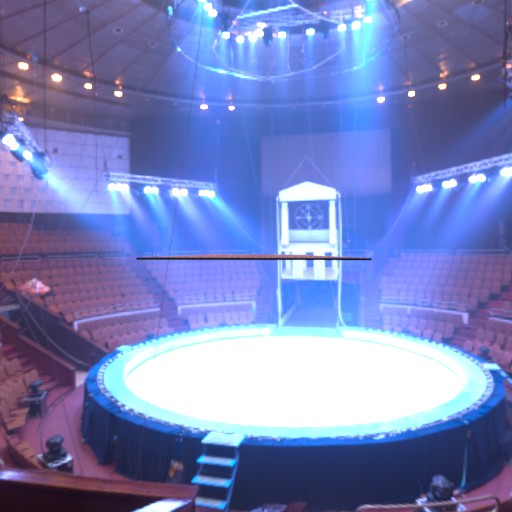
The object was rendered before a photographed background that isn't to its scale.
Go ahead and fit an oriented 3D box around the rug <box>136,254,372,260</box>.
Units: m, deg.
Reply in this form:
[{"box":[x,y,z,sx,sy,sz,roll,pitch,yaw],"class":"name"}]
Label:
[{"box":[0.000,0.000,2.641,0.760,0.009,2.440,0,0,0],"class":"rug"}]
